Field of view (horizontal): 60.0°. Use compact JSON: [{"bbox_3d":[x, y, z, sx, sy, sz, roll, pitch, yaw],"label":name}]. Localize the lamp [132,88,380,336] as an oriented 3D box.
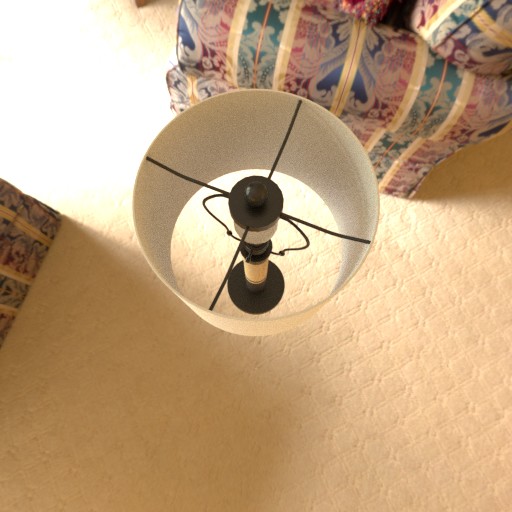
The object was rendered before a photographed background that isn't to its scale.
[{"bbox_3d":[0.000,0.000,0.831,0.305,0.640,0.305,-20,77,-5],"label":"lamp"}]
